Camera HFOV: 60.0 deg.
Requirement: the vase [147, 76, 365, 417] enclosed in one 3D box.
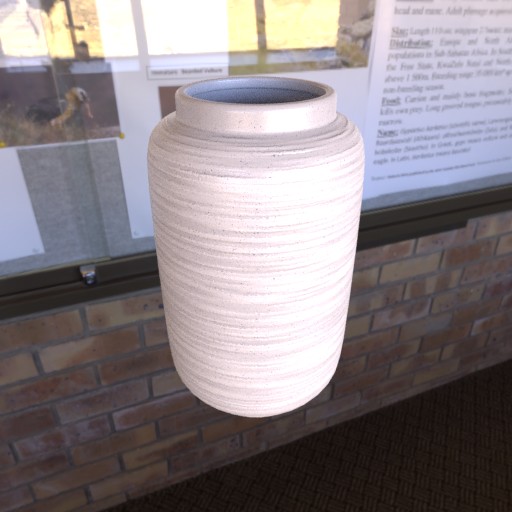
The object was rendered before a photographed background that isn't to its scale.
[{"bbox_3d":[0.000,0.000,0.467,0.202,0.335,0.202,0,31,0],"label":"vase"}]
